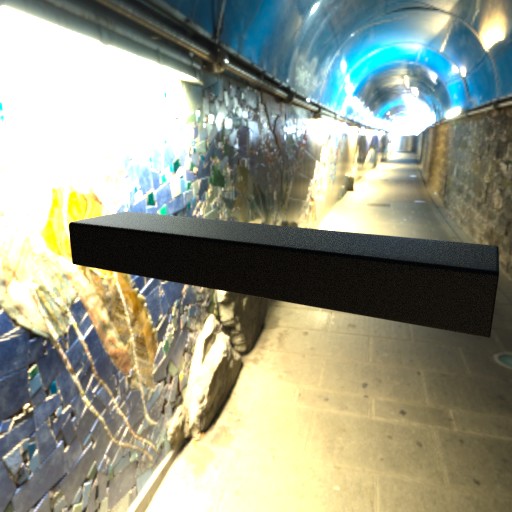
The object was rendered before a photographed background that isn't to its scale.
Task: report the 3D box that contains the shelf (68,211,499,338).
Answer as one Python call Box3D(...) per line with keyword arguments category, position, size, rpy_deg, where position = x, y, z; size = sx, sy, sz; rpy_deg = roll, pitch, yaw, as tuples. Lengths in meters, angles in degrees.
Box3D(category="shelf", position=(0.000, 0.000, 0.477), size=(0.456, 0.053, 0.102), rpy_deg=(7, 16, 27))
